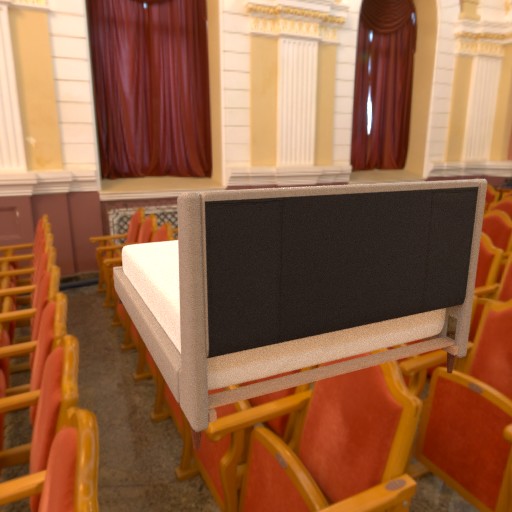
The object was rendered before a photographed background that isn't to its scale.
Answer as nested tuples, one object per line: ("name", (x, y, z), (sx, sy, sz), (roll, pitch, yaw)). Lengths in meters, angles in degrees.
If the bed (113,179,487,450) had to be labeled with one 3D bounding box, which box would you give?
("bed", (0.000, 0.000, 3.087), (1.656, 1.147, 2.232), (-7, 15, -25))
